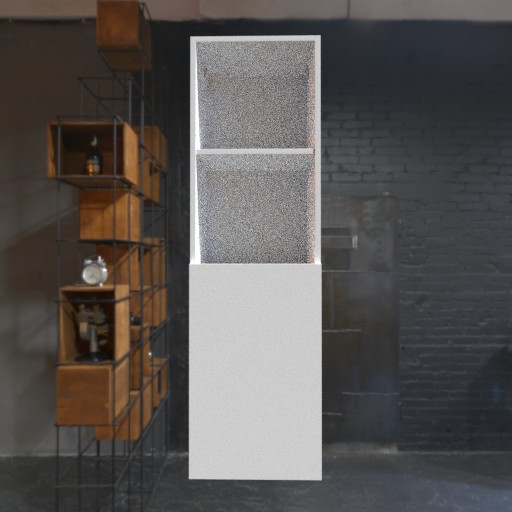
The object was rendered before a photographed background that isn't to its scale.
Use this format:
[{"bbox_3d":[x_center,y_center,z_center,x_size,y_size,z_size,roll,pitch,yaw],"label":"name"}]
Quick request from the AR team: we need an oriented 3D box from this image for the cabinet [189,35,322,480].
[{"bbox_3d":[0.000,0.000,1.490,0.400,1.350,0.300,0,0,1],"label":"cabinet"}]
